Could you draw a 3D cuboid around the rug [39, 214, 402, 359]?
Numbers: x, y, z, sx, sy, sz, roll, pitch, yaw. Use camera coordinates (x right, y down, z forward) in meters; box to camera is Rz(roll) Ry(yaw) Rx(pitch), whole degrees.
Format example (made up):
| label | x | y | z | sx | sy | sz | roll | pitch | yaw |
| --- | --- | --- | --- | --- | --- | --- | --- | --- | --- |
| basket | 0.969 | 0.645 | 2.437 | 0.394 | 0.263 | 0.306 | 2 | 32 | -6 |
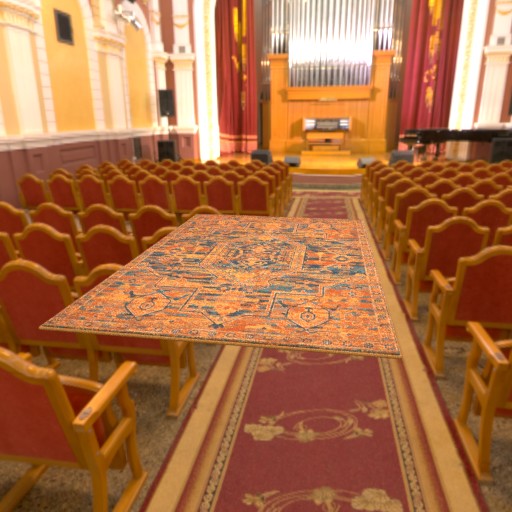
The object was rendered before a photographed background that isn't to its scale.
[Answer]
| label | x | y | z | sx | sy | sz | roll | pitch | yaw |
| --- | --- | --- | --- | --- | --- | --- | --- | --- | --- |
| rug | 0.000 | 0.000 | 1.064 | 0.557 | 0.008 | 0.863 | 3 | 18 | 9 |
